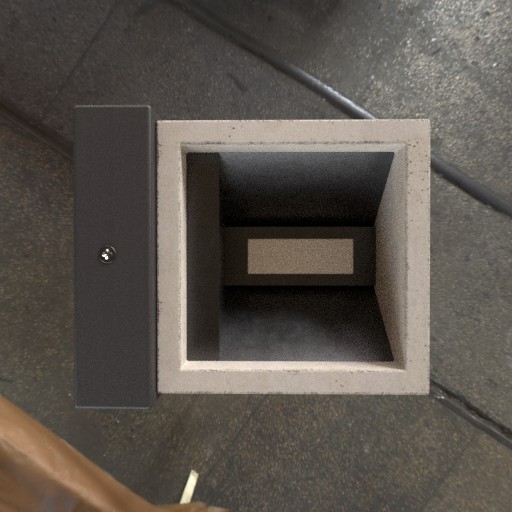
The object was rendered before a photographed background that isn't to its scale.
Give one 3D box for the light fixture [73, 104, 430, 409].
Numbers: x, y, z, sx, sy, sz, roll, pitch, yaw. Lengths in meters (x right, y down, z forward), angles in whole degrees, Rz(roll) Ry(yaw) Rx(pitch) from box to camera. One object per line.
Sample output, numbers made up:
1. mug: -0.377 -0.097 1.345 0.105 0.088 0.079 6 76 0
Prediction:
1. light fixture: 0.000 0.000 0.234 0.143 0.121 0.121 0 91 1
